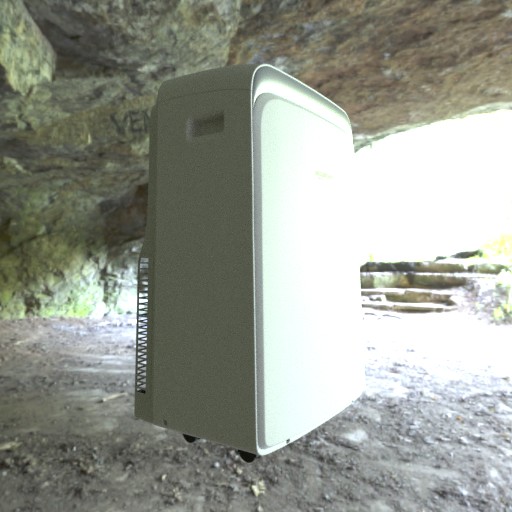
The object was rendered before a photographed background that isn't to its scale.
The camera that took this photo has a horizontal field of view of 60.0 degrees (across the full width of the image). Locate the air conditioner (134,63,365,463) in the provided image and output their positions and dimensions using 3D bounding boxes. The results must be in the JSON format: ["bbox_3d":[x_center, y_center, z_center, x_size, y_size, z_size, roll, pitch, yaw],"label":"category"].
[{"bbox_3d":[0.000,0.000,0.960,0.365,0.700,0.454,0,0,36],"label":"air conditioner"}]
